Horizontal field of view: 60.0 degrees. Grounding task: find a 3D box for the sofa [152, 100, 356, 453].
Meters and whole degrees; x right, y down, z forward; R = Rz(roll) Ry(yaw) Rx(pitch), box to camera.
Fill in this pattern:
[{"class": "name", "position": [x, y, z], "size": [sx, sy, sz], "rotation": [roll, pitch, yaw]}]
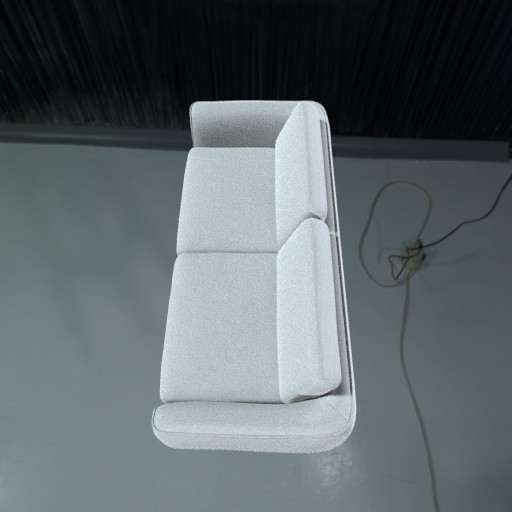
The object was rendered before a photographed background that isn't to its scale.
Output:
[{"class": "sofa", "position": [0.000, 0.000, 2.470], "size": [0.920, 0.850, 2.000], "rotation": [1, 60, 0]}]
